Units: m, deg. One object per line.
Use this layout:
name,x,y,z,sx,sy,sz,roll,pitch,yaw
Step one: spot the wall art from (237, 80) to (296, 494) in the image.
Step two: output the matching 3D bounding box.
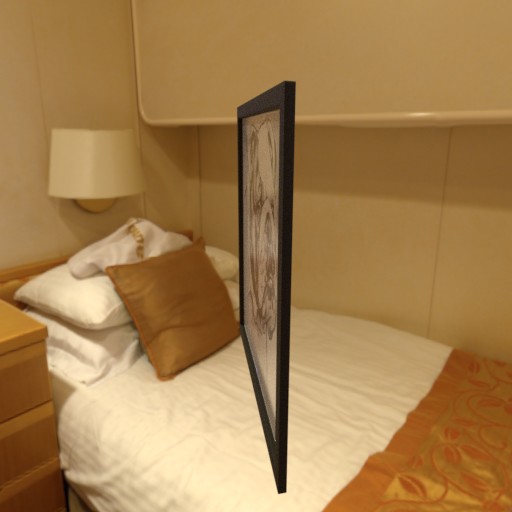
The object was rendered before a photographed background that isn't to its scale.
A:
wall art,0.000,0.000,0.982,0.016,0.659,0.663,-2,16,-7
